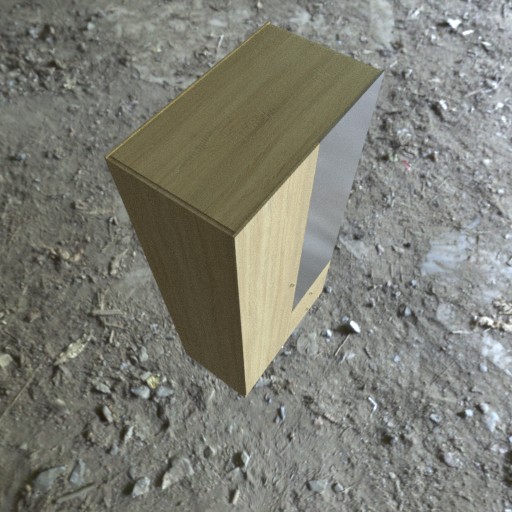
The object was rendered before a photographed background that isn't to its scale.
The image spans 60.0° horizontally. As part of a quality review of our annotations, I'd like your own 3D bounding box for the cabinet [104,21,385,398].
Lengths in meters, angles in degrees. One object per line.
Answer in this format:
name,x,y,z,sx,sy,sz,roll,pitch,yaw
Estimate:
cabinet,0.000,0.000,2.573,0.590,2.121,1.001,32,64,18
